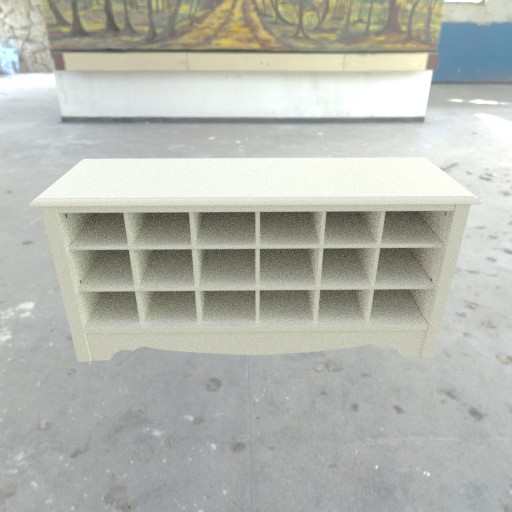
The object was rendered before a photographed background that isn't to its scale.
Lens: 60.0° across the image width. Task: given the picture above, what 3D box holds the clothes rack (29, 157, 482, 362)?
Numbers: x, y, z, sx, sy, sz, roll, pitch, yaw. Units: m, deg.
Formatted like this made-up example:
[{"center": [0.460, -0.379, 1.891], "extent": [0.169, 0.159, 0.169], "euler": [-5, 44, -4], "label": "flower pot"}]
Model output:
[{"center": [0.000, 0.000, 1.493], "extent": [1.218, 0.558, 0.405], "euler": [0, 28, -1], "label": "clothes rack"}]
